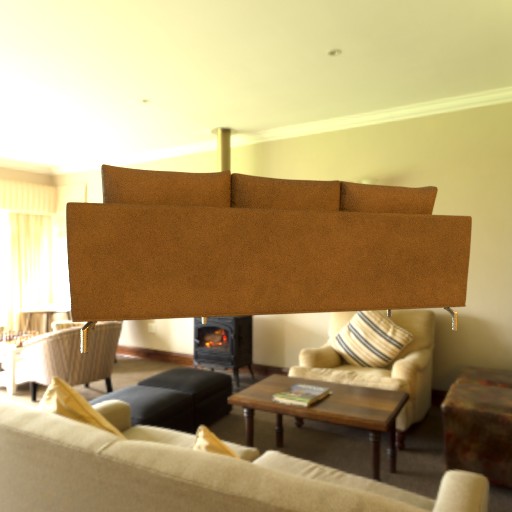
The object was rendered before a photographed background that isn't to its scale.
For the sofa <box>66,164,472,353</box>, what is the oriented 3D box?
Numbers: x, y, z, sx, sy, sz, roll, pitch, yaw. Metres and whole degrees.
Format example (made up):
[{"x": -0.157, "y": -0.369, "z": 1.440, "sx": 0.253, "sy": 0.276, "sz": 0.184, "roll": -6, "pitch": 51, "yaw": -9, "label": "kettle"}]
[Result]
[{"x": 0.000, "y": 0.000, "z": 3.266, "sx": 2.438, "sy": 0.987, "sz": 1.622, "roll": 0, "pitch": 0, "yaw": -18, "label": "sofa"}]
